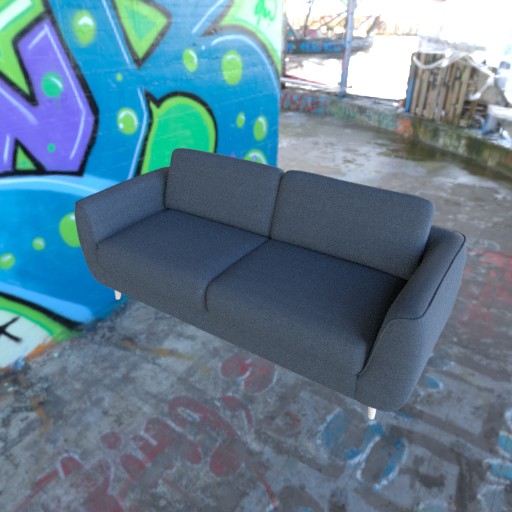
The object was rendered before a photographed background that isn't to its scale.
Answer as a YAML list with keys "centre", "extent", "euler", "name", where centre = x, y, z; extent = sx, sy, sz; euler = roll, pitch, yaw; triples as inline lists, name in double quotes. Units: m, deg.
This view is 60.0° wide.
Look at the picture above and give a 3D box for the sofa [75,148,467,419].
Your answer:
- centre: [0.000, 0.000, 2.427]
  extent: [2.000, 0.850, 0.920]
  euler: [18, 34, 29]
  name: "sofa"
